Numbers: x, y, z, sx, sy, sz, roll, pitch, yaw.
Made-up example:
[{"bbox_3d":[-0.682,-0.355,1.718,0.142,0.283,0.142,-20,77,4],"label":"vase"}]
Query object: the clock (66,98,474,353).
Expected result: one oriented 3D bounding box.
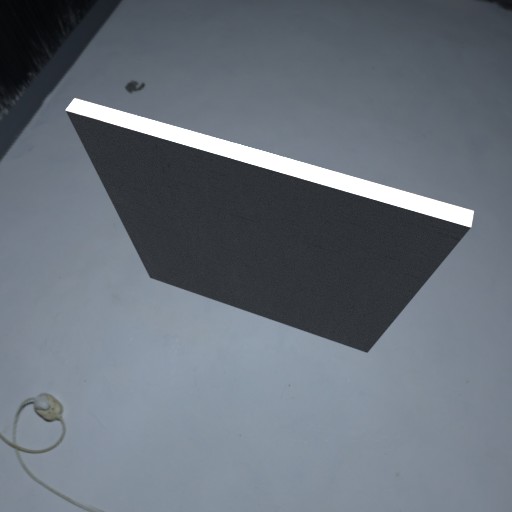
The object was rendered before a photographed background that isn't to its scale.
[{"bbox_3d":[0.000,0.000,1.046,0.705,0.705,0.032,18,64,9],"label":"clock"}]
